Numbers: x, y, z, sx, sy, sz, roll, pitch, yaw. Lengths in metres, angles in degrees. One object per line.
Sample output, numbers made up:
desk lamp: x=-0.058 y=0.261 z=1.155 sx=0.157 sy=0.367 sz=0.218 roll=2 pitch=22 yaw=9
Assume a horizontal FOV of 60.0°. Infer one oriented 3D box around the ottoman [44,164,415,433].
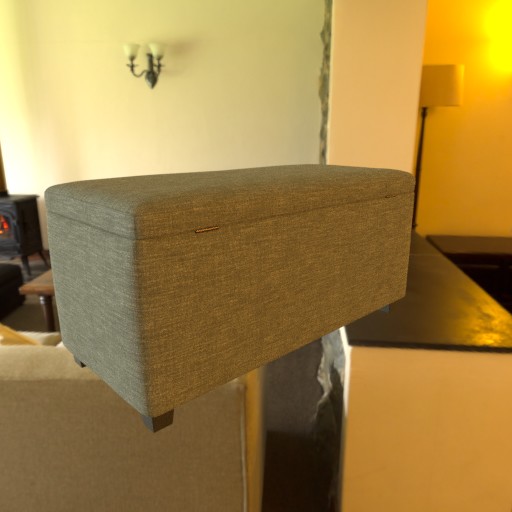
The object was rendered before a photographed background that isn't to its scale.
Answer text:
ottoman: x=0.000 y=0.000 z=1.145 sx=0.902 sy=0.432 sz=0.419 roll=-14 pitch=21 yaw=-41
